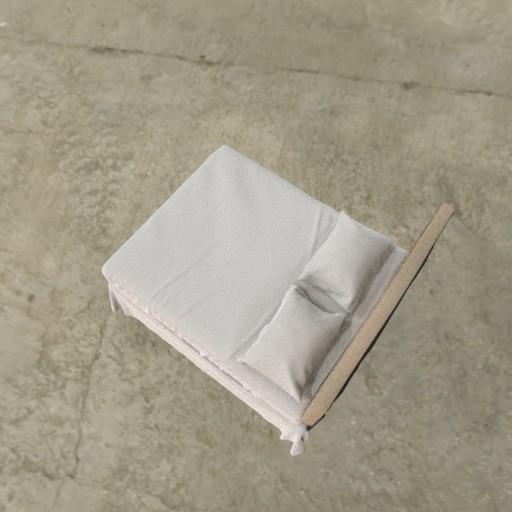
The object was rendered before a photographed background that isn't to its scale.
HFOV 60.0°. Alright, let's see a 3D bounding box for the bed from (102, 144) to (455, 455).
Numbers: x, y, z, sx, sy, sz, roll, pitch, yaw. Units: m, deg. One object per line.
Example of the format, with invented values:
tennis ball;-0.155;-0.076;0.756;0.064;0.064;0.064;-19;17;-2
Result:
bed;0.000;0.000;3.442;2.221;1.645;1.876;33;68;16
